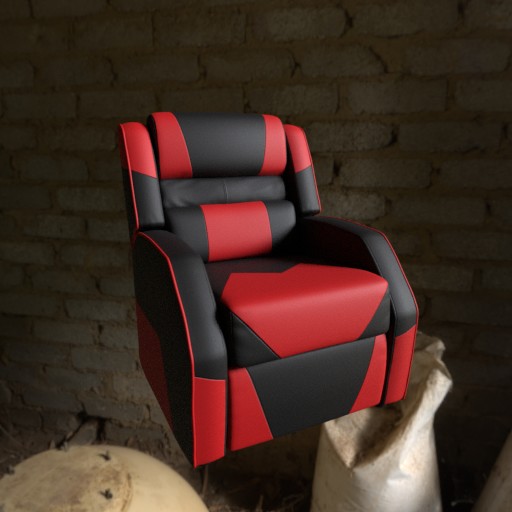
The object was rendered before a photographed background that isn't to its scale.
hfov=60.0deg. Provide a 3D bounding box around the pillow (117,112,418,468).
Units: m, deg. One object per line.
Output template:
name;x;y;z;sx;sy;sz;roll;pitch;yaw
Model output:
pillow;0.000;0.000;1.260;0.620;0.805;0.672;-7;16;-25
